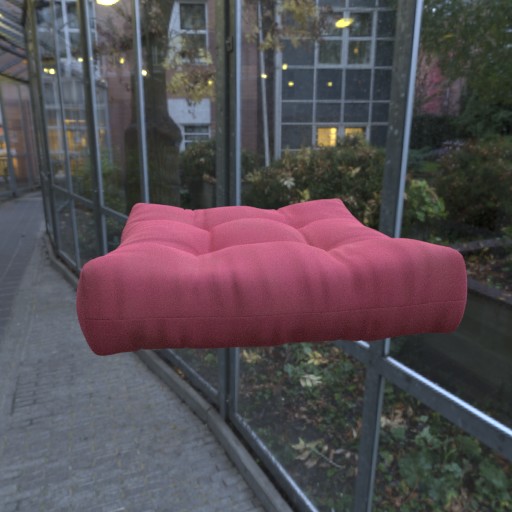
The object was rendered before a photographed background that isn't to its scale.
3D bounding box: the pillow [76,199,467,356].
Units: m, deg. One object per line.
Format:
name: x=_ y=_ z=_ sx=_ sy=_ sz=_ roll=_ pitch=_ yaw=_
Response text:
pillow: x=0.000 y=0.000 z=0.728 sx=0.468 sy=0.128 sz=0.490 roll=-2 pitch=15 yaw=-8
